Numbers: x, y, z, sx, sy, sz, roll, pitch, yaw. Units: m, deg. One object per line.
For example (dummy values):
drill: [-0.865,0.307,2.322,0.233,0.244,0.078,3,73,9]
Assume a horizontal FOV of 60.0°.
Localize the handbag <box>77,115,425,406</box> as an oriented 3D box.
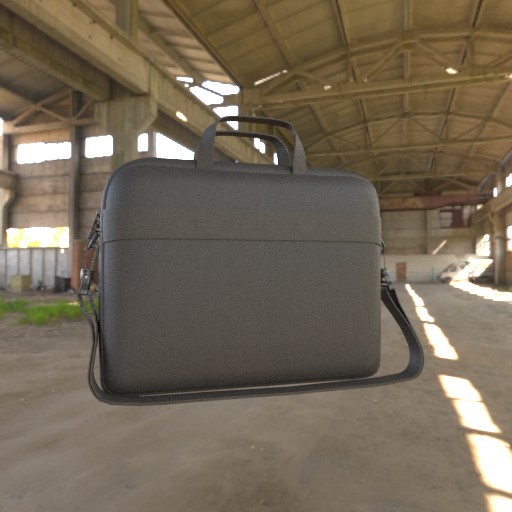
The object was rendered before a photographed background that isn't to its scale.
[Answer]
handbag: [0.000,0.000,0.578,0.429,0.330,0.126,0,-1,-15]
